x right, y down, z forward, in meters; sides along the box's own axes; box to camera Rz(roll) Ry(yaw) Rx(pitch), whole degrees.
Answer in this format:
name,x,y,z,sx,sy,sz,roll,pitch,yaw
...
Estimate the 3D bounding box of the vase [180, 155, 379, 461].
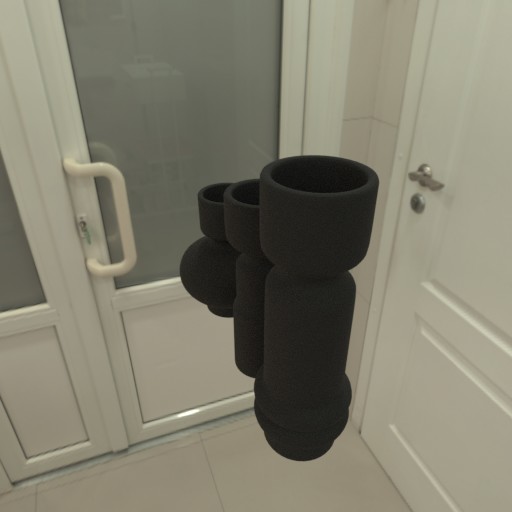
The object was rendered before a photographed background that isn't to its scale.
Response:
name,x,y,z,sx,sy,sz,roll,pitch,yaw
vase,0.000,0.000,0.434,0.120,0.249,0.307,-11,33,-18
